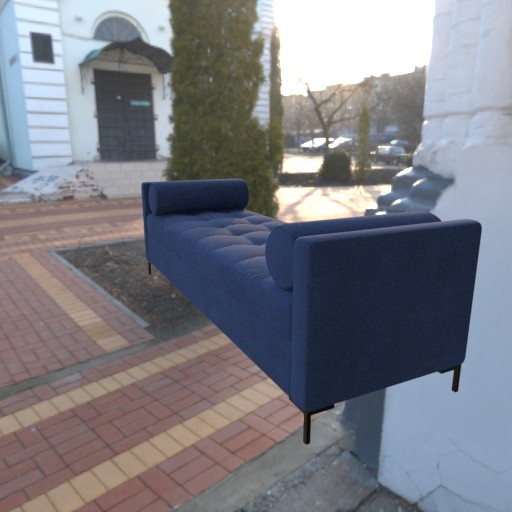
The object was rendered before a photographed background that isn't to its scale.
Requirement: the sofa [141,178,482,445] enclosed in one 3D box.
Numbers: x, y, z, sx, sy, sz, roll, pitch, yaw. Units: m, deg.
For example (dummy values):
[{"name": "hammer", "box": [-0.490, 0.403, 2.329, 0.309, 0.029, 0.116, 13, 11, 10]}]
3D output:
[{"name": "sofa", "box": [0.000, 0.000, 2.233, 0.686, 0.635, 1.981, -7, 16, -26]}]
